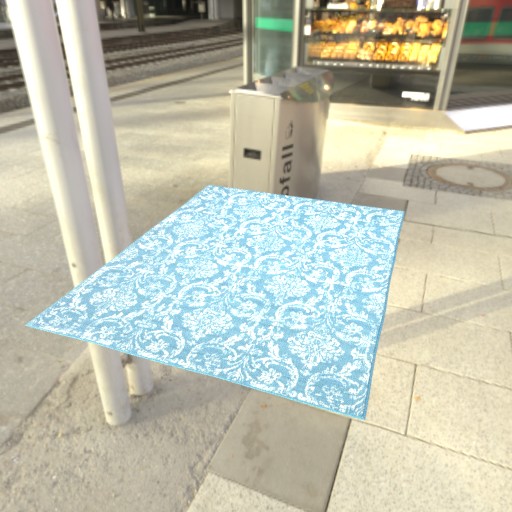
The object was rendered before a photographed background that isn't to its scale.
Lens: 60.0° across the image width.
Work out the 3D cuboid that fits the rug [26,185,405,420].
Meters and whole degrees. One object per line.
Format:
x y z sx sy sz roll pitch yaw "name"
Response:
0.000 0.000 3.976 2.363 0.012 2.980 10 31 18 "rug"
